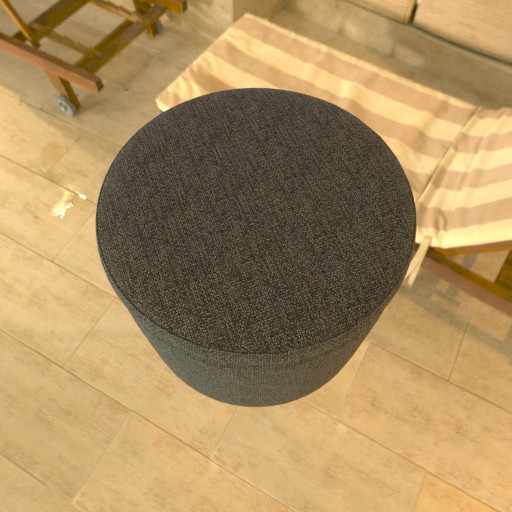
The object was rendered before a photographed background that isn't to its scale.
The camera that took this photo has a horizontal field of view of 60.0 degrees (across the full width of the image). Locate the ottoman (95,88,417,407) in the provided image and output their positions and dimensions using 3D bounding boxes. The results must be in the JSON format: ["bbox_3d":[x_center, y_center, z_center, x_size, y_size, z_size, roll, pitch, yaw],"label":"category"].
[{"bbox_3d":[0.000,0.000,0.882,0.520,0.430,0.520,0,62,0],"label":"ottoman"}]
